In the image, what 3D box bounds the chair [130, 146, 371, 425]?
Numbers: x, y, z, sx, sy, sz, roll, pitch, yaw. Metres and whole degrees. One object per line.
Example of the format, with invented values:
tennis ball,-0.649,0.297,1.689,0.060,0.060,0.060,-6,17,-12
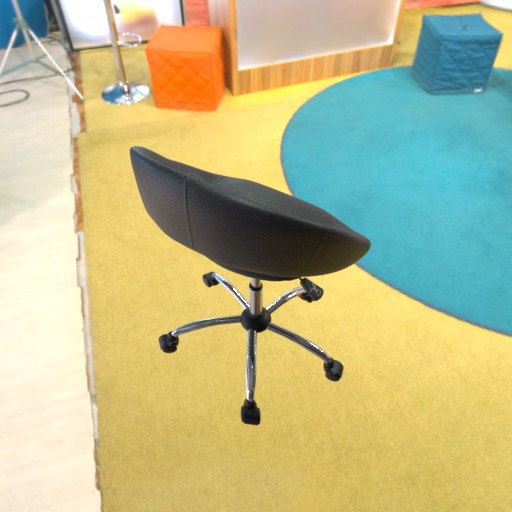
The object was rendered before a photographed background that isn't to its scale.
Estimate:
chair,0.000,0.000,1.202,0.612,0.791,0.538,25,51,23
